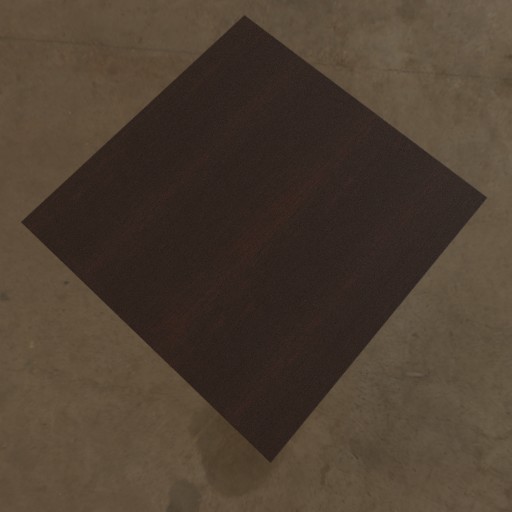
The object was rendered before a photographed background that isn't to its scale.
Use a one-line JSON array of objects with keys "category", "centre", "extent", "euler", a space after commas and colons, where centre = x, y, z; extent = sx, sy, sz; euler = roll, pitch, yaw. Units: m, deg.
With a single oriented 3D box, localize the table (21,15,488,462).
[{"category": "table", "centre": [0.000, 0.000, 0.934], "extent": [0.495, 0.559, 0.495], "euler": [41, 79, 10]}]
